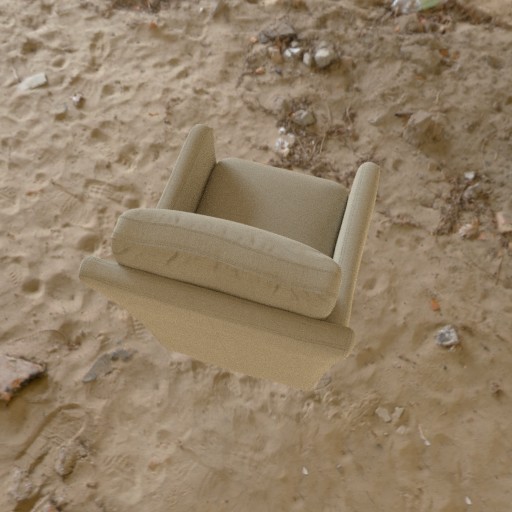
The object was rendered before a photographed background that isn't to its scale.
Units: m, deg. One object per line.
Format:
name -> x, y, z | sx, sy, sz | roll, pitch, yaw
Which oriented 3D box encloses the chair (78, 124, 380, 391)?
chair -> 0.000, 0.000, 1.384 | 0.626, 0.914, 0.694 | 15, 64, 7
